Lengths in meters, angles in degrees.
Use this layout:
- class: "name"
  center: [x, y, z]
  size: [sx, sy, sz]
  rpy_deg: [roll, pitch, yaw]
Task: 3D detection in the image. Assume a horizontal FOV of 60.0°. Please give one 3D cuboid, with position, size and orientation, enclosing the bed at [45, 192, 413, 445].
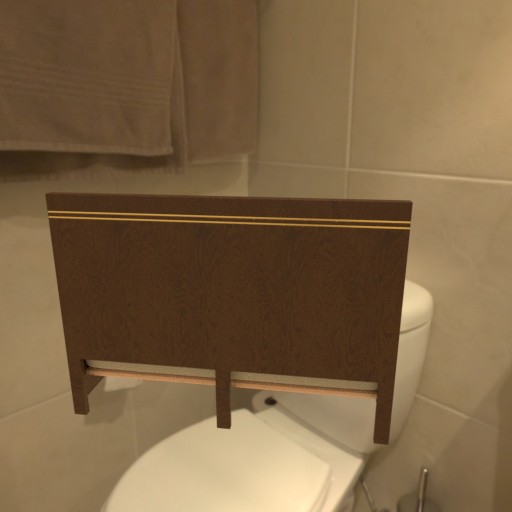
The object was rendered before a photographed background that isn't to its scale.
- class: "bed"
  center: [0.000, 0.000, 3.123]
  size: [1.613, 1.169, 2.221]
  rpy_deg: [2, 17, 8]
